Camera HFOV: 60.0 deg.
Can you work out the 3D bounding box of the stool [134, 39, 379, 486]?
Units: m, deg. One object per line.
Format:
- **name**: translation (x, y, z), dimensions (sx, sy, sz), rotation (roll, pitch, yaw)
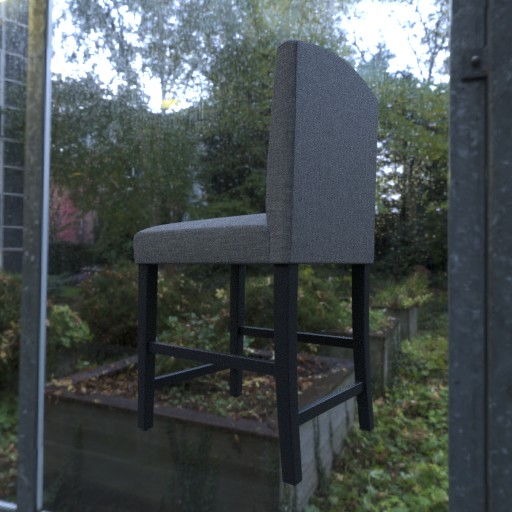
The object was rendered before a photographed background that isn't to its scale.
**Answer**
- **stool**: translation (0.000, 0.000, 1.246), dimensions (0.552, 0.966, 0.451), rotation (-1, -1, 38)
